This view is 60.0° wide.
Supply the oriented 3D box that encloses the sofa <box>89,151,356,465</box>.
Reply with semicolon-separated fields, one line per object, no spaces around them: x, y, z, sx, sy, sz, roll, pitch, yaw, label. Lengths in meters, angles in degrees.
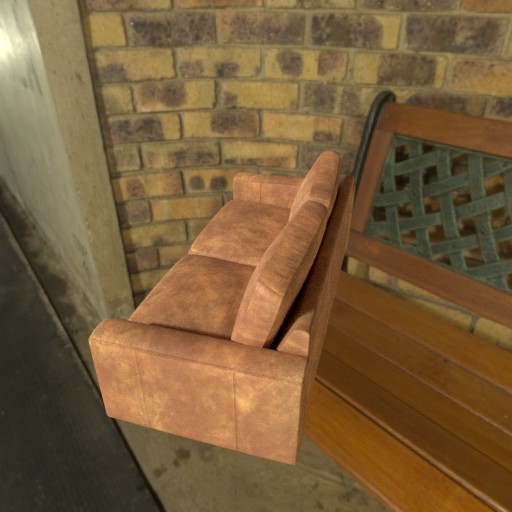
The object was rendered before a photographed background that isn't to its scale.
0.000;0.000;2.809;1.016;0.873;2.179;9;32;14;sofa
